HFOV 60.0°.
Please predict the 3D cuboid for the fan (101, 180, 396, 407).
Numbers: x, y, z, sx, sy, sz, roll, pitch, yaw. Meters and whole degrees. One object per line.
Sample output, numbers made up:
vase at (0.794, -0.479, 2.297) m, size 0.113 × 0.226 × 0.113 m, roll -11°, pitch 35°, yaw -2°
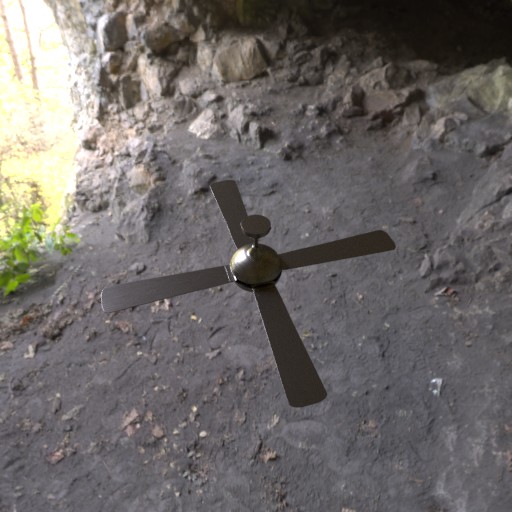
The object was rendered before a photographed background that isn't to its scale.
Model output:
fan at (0.000, 0.000, 1.984) m, size 1.321 × 0.381 × 1.321 m, roll 3°, pitch 46°, yaw 3°
